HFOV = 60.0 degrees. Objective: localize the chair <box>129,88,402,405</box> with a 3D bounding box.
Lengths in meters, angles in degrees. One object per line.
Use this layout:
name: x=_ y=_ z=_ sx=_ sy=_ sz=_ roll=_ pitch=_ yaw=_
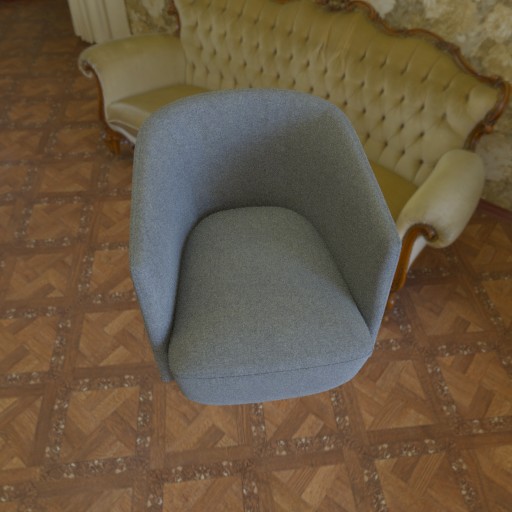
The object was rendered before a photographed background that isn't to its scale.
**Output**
chair: x=0.000 y=0.000 z=1.680 sx=0.822 sy=0.861 sz=0.986 roll=-6 pitch=47 yaw=-5
